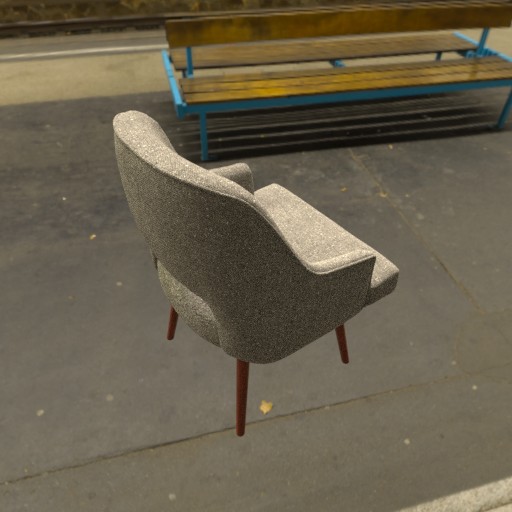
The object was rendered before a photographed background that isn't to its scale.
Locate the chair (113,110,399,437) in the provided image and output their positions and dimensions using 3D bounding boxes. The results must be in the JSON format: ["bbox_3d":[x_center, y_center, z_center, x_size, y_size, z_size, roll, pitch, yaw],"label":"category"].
[{"bbox_3d":[0.000,0.000,1.290,0.629,0.875,0.608,-26,47,-26],"label":"chair"}]
